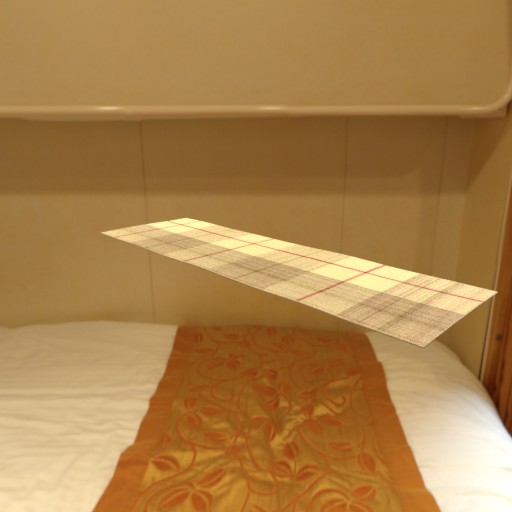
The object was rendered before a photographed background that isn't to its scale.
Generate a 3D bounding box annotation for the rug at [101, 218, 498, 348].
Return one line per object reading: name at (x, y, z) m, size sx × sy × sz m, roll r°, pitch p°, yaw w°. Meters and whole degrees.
rug at (0.000, 0.000, 2.641) m, size 0.762 × 0.013 × 2.439 m, roll -16°, pitch 22°, yaw -42°
